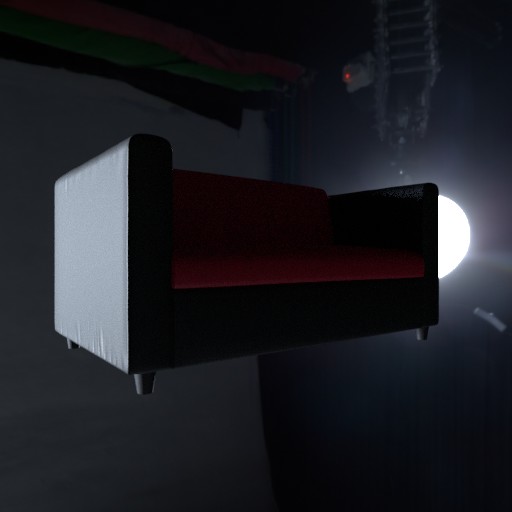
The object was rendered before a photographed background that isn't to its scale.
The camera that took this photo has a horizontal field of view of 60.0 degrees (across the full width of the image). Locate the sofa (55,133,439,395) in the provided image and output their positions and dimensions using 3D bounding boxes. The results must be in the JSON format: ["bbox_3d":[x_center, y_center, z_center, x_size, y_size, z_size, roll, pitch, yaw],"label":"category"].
[{"bbox_3d":[0.000,0.000,1.867,1.410,0.735,0.845,0,0,-36],"label":"sofa"}]
